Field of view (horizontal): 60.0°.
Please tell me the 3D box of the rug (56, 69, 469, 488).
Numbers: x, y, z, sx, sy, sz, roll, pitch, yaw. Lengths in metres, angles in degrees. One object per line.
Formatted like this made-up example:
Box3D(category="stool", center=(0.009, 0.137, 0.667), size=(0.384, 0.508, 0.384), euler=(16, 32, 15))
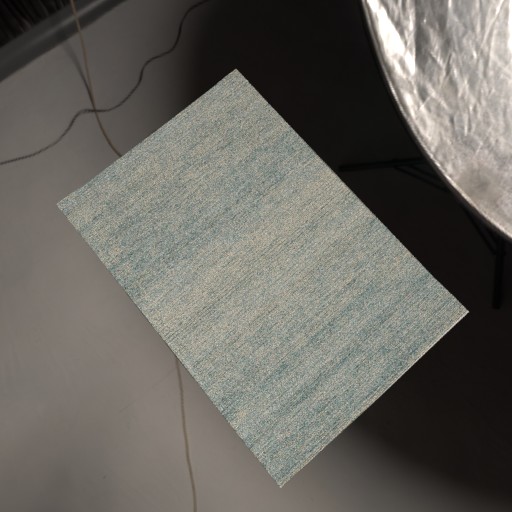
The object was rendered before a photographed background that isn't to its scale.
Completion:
Box3D(category="rug", center=(0.000, 0.000, 5.098), size=(2.802, 0.052, 4.078), euler=(-40, 80, -8))
